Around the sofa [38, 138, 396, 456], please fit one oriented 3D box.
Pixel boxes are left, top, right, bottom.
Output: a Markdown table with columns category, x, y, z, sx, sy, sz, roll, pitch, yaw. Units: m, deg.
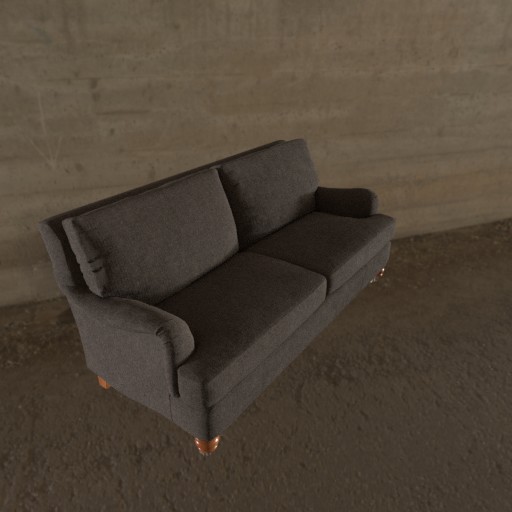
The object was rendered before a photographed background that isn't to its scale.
| category | x | y | z | sx | sy | sz | roll | pitch | yaw |
| --- | --- | --- | --- | --- | --- | --- | --- | --- | --- |
| sofa | 0.000 | 0.000 | 2.784 | 1.087 | 1.054 | 2.160 | 19 | 33 | 32 |
